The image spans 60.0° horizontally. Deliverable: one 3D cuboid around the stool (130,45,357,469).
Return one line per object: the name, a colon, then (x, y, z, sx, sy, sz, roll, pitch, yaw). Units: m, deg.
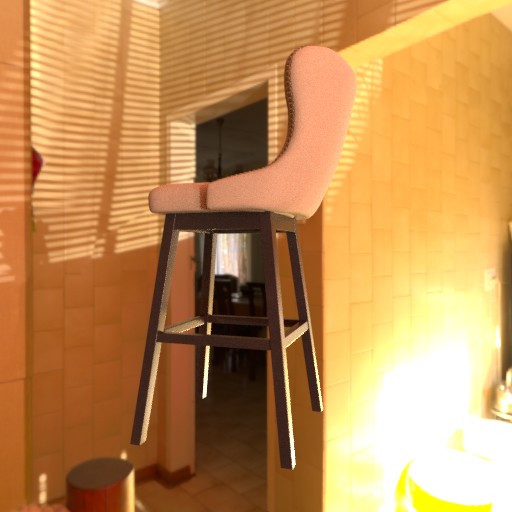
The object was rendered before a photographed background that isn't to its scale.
stool: (0.000, 0.000, 1.370, 0.605, 1.066, 0.528, 0, 1, 18)
